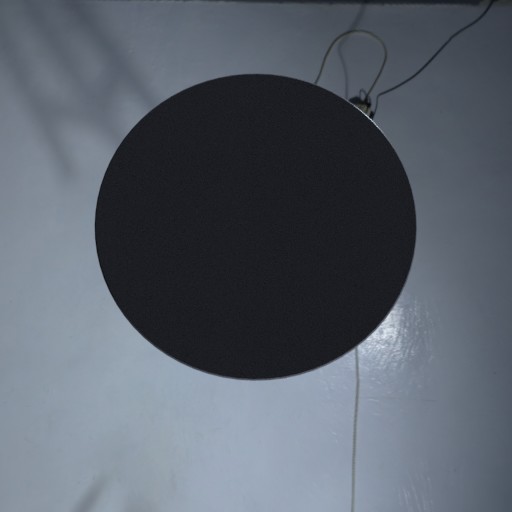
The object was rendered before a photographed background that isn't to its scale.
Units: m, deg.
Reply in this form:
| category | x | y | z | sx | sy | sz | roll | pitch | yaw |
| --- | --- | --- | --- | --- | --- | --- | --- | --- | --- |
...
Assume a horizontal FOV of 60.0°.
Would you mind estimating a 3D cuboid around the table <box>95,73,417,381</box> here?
| category | x | y | z | sx | sy | sz | roll | pitch | yaw |
| --- | --- | --- | --- | --- | --- | --- | --- | --- | --- |
| table | 0.000 | 0.000 | 0.954 | 0.500 | 0.550 | 0.500 | 0 | 76 | 0 |
